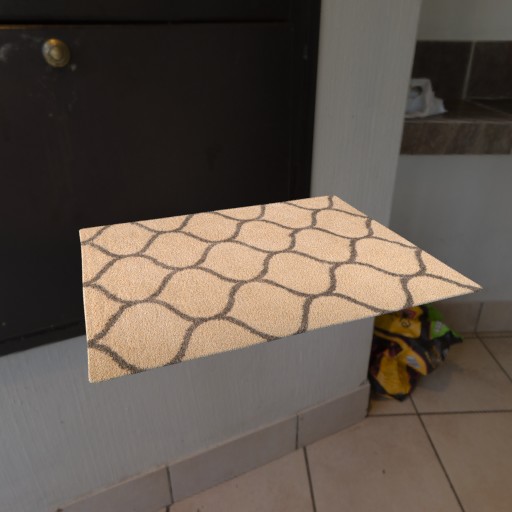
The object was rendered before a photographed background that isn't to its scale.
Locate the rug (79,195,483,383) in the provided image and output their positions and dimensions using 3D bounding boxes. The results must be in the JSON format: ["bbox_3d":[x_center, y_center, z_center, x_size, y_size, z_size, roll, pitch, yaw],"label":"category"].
[{"bbox_3d":[0.000,0.000,4.063,3.000,0.026,2.399,-10,29,-18],"label":"rug"}]
